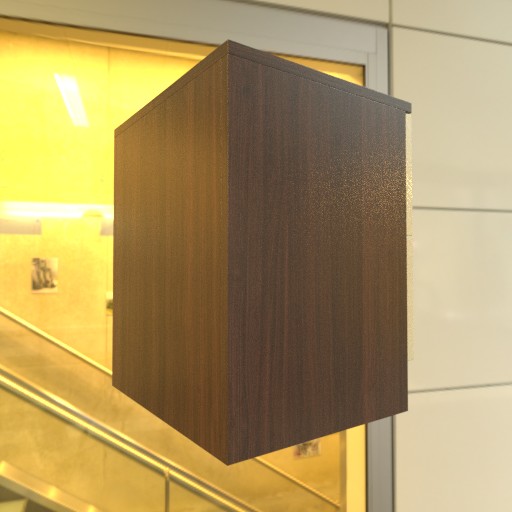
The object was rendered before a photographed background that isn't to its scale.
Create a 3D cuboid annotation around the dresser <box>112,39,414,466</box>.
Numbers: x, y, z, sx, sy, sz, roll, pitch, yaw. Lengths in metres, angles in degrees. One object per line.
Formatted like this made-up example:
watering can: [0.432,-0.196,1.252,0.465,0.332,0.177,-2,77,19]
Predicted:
dresser: [0.000,0.000,0.755,0.360,0.470,0.400,1,-2,-35]
